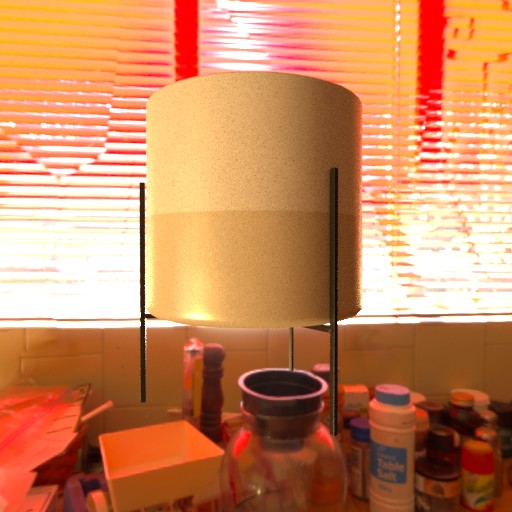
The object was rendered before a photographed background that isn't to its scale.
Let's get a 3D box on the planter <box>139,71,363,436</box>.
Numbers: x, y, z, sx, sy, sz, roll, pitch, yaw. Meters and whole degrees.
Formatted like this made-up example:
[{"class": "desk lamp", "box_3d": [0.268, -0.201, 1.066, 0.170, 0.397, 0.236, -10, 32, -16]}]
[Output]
[{"class": "planter", "box_3d": [0.000, 0.000, 0.747, 0.359, 0.484, 0.368, -1, 1, -36]}]
